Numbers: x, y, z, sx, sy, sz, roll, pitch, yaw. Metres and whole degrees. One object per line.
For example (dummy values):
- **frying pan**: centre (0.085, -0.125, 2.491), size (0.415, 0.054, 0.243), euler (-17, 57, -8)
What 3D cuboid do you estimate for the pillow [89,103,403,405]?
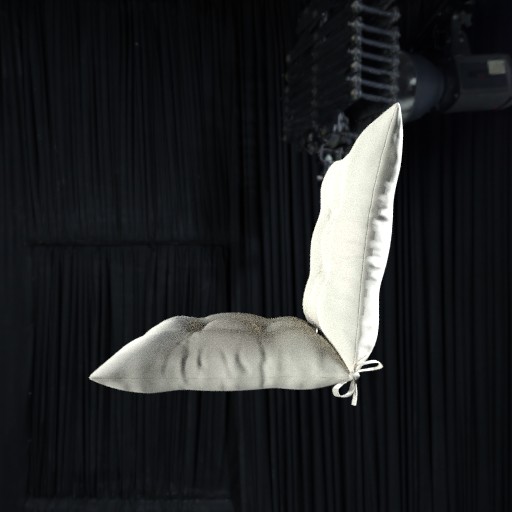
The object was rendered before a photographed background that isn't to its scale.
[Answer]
- **pillow**: centre (0.000, 0.000, 1.022), size (0.585, 0.536, 0.541), euler (0, 0, -1)
